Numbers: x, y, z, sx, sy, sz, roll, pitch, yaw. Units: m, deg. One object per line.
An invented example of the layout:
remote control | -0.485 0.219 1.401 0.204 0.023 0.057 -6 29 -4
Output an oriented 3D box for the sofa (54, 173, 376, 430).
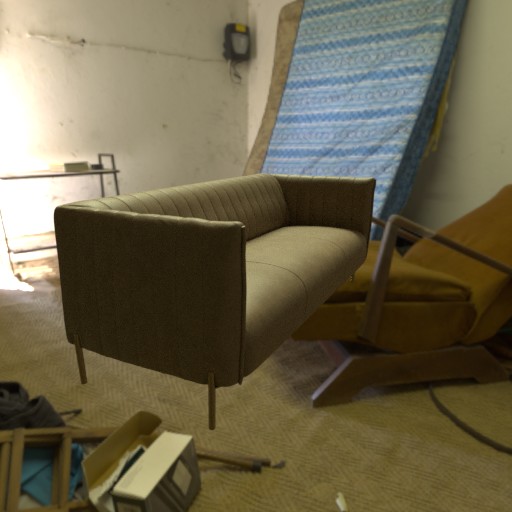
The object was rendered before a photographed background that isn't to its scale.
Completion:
sofa | 0.000 0.000 2.480 0.876 0.779 1.980 7 17 26
